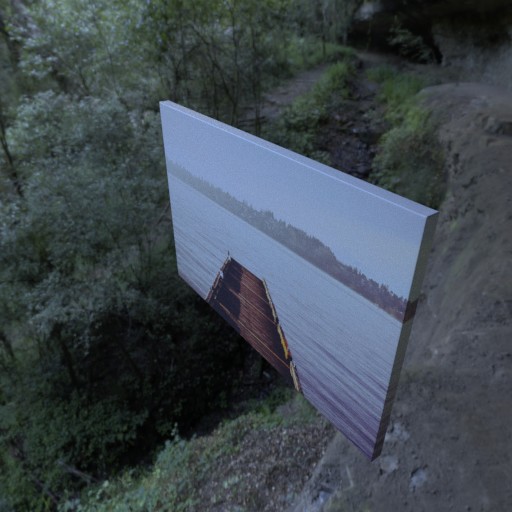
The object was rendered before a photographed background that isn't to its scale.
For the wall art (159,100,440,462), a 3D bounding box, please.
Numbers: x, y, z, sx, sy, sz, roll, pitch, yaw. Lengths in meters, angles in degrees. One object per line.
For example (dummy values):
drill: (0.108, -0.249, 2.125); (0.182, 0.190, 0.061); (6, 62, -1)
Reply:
wall art: (0.000, 0.000, 1.437); (0.040, 0.765, 1.149); (-21, 38, -30)
